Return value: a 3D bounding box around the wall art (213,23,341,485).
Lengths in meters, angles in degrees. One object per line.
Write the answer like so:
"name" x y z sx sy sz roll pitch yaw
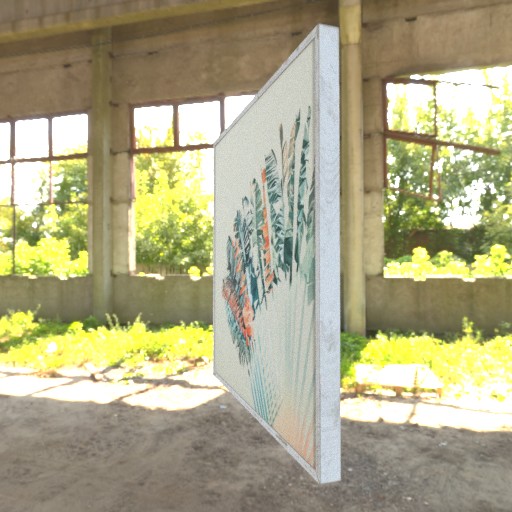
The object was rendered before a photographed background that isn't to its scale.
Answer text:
"wall art" 0.000 0.000 1.093 0.038 0.757 0.760 0 -1 -19
